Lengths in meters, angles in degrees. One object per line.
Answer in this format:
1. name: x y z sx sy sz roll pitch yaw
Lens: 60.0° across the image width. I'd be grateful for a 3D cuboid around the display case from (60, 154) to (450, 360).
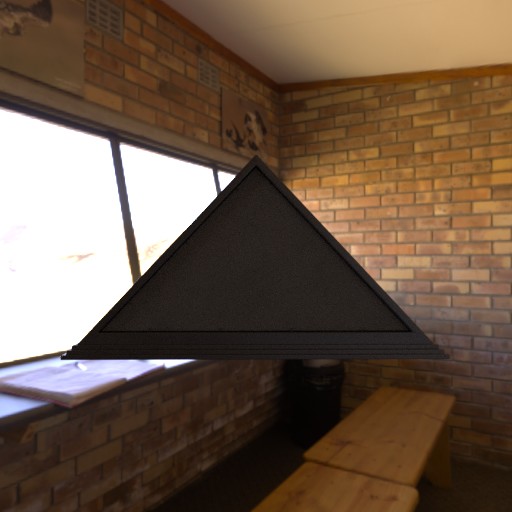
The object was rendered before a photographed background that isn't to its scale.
1. display case: 0.000 0.000 0.775 0.640 0.340 0.095 0 0 -1
